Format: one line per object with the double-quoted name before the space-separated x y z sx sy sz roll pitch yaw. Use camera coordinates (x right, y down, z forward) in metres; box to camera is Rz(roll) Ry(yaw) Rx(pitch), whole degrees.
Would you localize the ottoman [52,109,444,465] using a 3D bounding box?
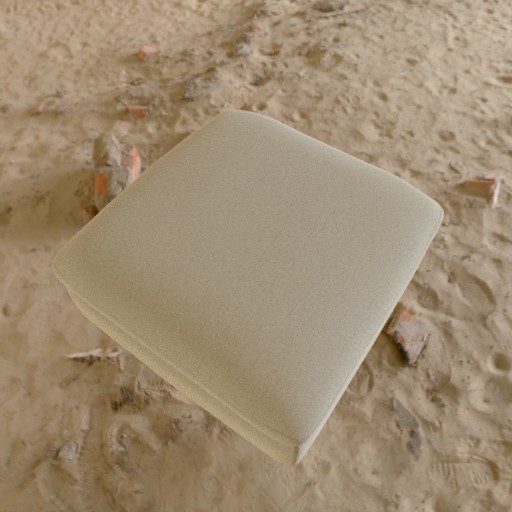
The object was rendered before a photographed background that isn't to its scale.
"ottoman" 0.000 0.000 1.567 0.977 0.467 0.996 30 61 19
